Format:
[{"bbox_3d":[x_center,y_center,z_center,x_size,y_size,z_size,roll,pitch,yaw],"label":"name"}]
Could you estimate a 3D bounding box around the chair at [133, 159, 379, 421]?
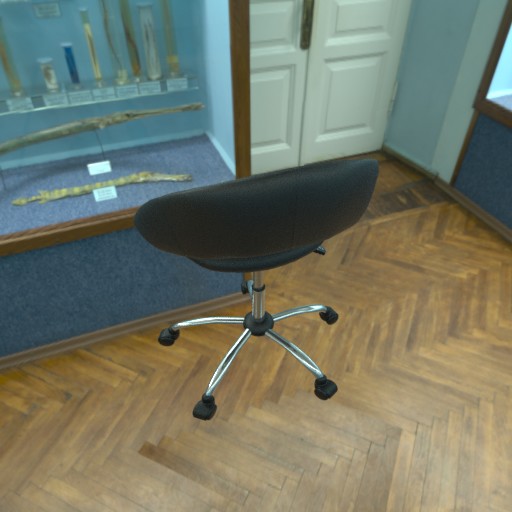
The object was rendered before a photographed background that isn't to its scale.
[{"bbox_3d":[0.000,0.000,1.216,0.612,0.791,0.538,-13,43,-14],"label":"chair"}]
